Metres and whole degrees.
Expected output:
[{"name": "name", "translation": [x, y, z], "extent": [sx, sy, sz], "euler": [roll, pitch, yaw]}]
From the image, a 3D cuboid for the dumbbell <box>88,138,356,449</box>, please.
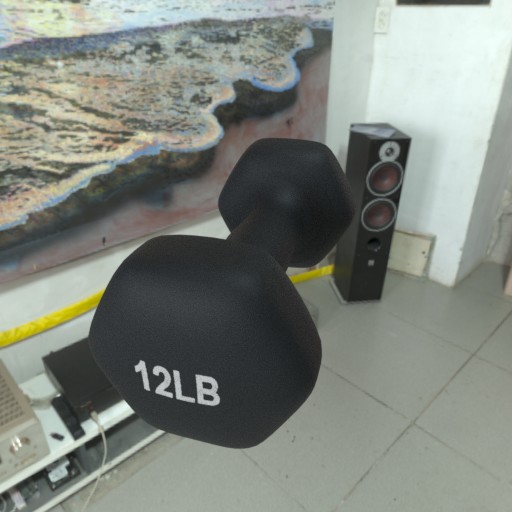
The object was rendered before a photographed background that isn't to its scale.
[{"name": "dumbbell", "translation": [0.000, 0.000, 0.284], "extent": [0.112, 0.101, 0.231], "euler": [8, 30, 15]}]
